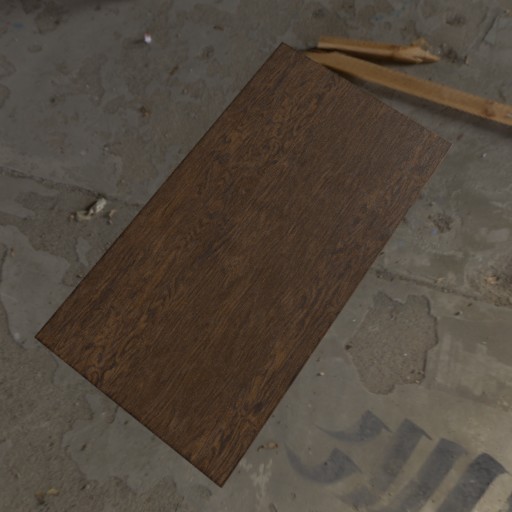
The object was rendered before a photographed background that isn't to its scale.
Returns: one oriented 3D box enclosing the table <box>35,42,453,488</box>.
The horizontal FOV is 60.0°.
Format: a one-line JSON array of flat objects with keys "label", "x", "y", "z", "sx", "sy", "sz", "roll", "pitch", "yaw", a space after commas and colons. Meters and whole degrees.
[{"label": "table", "x": 0.000, "y": 0.000, "z": 2.539, "sx": 1.078, "sy": 0.795, "sz": 1.989, "roll": 35, "pitch": 78, "yaw": 9}]
